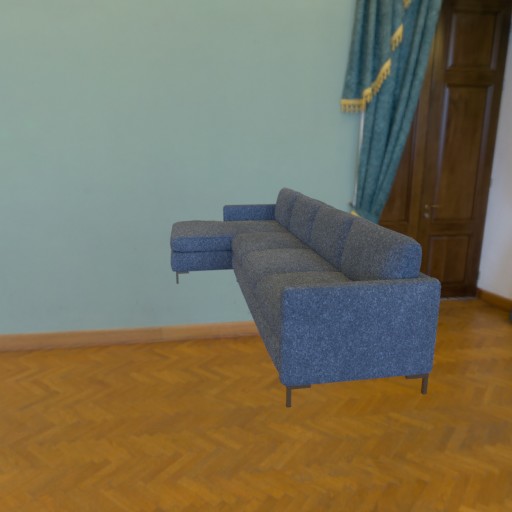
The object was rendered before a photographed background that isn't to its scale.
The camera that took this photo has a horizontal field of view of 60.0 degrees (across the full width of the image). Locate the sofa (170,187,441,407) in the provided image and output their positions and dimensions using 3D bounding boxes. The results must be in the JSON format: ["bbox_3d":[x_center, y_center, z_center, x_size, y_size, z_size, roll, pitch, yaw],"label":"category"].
[{"bbox_3d":[0.000,0.000,3.448,1.350,0.810,2.932,-2,14,-9],"label":"sofa"}]
